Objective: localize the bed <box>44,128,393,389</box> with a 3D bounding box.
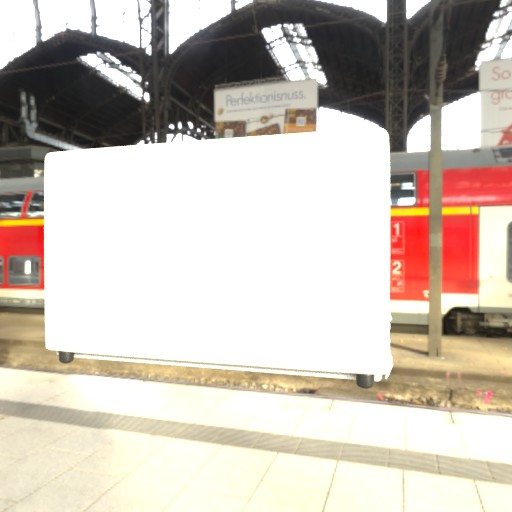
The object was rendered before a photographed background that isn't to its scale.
[{"bbox_3d":[0.000,0.000,3.553,2.119,1.317,2.341,0,1,16],"label":"bed"}]
